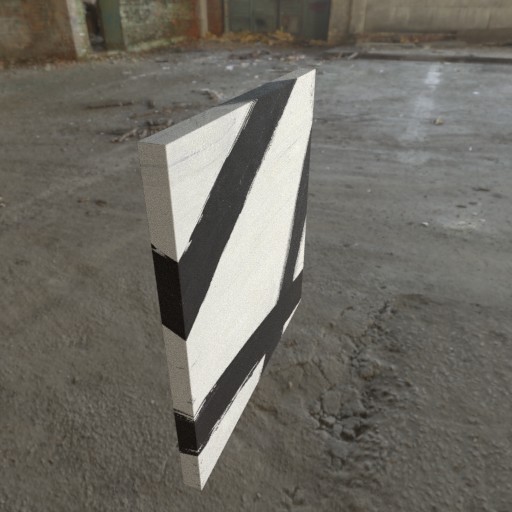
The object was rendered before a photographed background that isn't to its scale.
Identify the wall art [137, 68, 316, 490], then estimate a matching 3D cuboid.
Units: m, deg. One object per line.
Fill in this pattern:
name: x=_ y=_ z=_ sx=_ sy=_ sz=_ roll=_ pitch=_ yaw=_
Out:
wall art: x=0.000 y=0.000 z=1.091 sx=0.046 sy=0.765 sz=0.765 roll=11 pitch=32 yaw=18
